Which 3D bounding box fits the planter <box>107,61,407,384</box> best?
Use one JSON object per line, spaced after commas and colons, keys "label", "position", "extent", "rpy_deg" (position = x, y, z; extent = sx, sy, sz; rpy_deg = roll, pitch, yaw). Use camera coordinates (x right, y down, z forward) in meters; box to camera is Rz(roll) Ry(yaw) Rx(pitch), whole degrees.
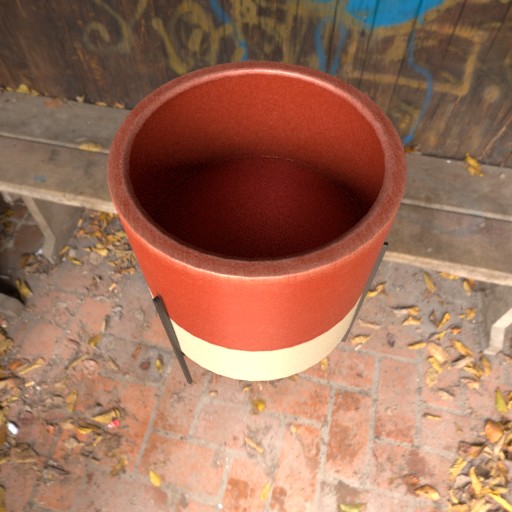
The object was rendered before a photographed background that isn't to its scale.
{"label": "planter", "position": [0.000, 0.000, 0.706], "extent": [0.345, 0.465, 0.354], "rpy_deg": [-13, 58, -8]}
